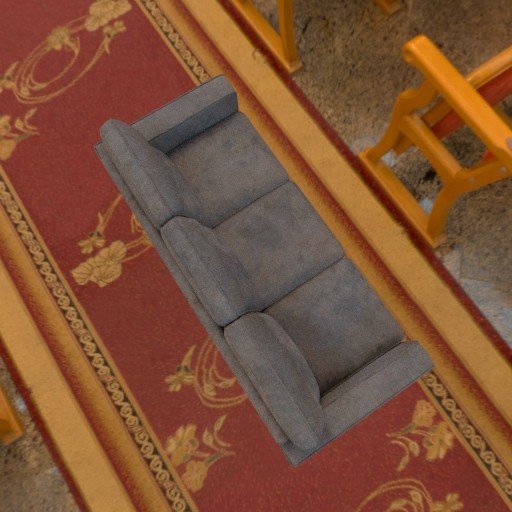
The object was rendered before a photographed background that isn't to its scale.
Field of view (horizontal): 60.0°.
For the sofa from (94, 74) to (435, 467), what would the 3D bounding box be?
[{"bbox_3d":[0.000,0.000,2.643,0.939,0.965,2.133,-33,78,-8],"label":"sofa"}]
